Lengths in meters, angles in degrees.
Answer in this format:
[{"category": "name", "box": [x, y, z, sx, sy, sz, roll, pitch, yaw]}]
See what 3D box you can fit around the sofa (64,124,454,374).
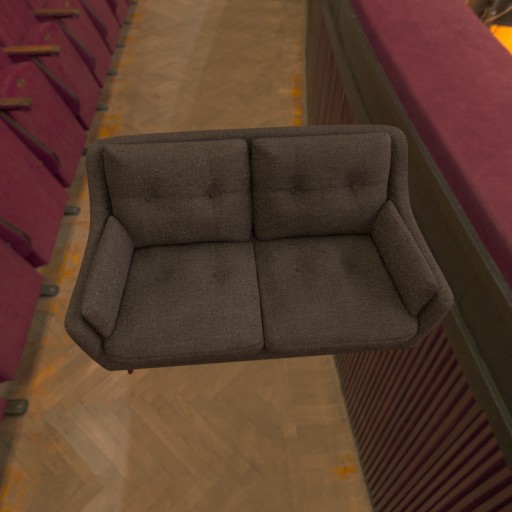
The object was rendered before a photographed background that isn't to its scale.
[{"category": "sofa", "box": [0.000, 0.000, 2.198, 1.646, 0.887, 0.976, -4, 47, -3]}]
